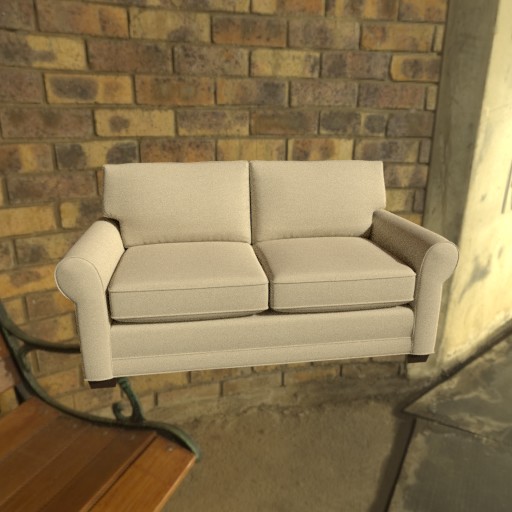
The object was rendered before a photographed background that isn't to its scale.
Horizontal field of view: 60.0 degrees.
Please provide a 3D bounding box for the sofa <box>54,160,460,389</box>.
[{"bbox_3d":[0.000,0.000,2.314,1.774,0.933,0.861,-3,17,-8],"label":"sofa"}]
